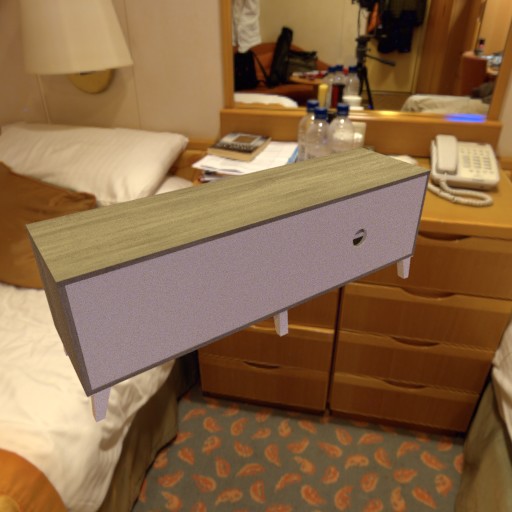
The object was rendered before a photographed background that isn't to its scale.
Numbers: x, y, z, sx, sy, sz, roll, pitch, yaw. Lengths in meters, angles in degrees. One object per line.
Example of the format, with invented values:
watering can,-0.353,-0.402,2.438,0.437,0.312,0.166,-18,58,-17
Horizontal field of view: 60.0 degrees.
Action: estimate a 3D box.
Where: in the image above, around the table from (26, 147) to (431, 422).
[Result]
table,0.000,0.000,1.763,1.500,0.530,0.400,-19,35,-29
